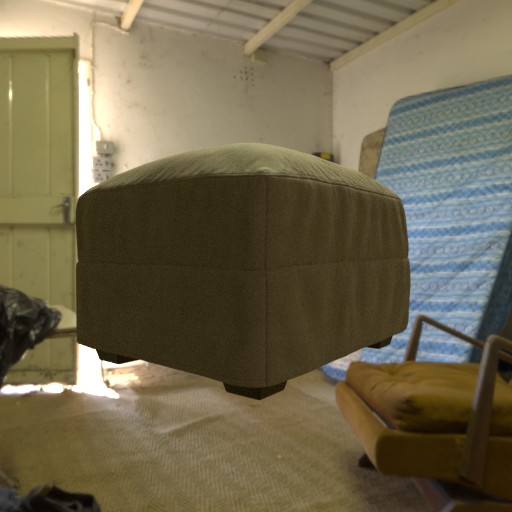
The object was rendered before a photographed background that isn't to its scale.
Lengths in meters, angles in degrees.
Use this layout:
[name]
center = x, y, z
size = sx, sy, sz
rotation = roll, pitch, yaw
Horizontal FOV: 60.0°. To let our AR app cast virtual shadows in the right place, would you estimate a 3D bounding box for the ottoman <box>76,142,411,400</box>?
[ottoman]
center = 0.000, 0.000, 1.108
size = 0.584, 0.480, 0.712
rotation = 0, 0, 38
